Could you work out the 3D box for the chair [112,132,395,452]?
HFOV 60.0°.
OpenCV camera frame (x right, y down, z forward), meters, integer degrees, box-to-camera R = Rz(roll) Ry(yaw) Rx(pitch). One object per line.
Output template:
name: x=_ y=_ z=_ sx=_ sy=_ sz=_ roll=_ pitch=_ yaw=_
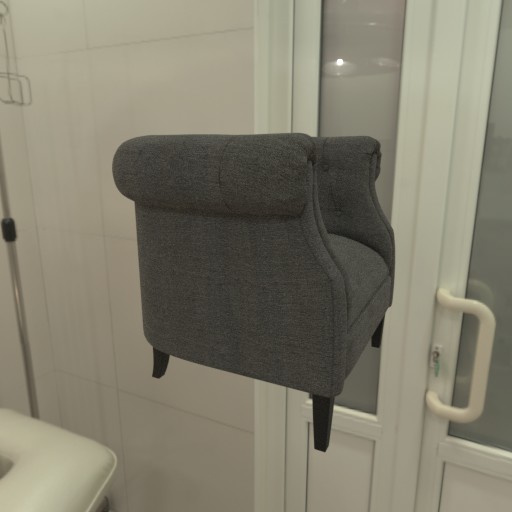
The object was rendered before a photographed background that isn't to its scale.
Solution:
chair: x=0.000 y=0.000 z=1.559 sx=0.852 sy=0.827 sz=0.905 roll=7 pitch=16 yaw=26
